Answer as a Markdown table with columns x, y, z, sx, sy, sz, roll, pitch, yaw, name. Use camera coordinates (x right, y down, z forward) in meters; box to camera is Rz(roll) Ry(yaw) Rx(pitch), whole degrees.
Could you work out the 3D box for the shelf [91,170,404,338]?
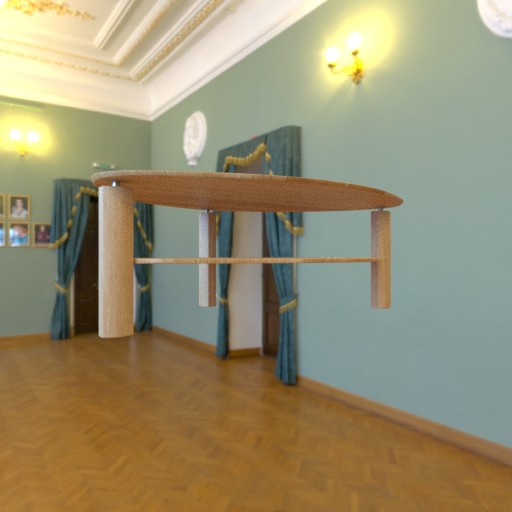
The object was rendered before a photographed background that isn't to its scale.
| x | y | z | sx | sy | sz | roll | pitch | yaw | name |
| --- | --- | --- | --- | --- | --- | --- | --- | --- | --- |
| 0.000 | 0.000 | 1.650 | 1.246 | 0.440 | 0.845 | 0 | 0 | -36 | shelf |
